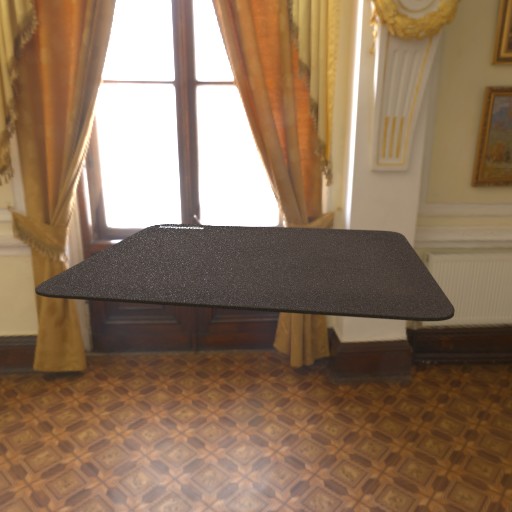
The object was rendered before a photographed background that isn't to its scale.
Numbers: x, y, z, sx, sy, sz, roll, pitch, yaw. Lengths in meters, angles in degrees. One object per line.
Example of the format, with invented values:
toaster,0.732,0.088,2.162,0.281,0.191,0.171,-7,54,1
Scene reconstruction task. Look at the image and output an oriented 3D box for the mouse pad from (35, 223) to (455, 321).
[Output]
mouse pad,0.000,0.000,0.345,0.249,0.002,0.211,3,16,9
